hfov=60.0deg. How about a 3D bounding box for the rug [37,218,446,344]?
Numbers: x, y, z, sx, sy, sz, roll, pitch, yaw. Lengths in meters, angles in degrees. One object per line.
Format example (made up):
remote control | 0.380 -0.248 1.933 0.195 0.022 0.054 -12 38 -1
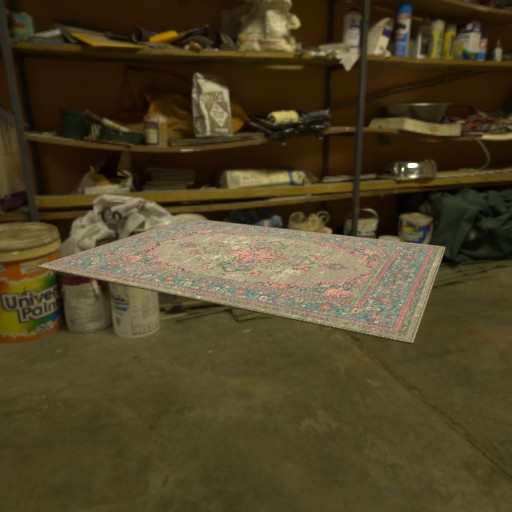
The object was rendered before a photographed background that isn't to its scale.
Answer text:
rug | 0.000 0.000 2.936 2.214 0.013 1.609 8 19 25
